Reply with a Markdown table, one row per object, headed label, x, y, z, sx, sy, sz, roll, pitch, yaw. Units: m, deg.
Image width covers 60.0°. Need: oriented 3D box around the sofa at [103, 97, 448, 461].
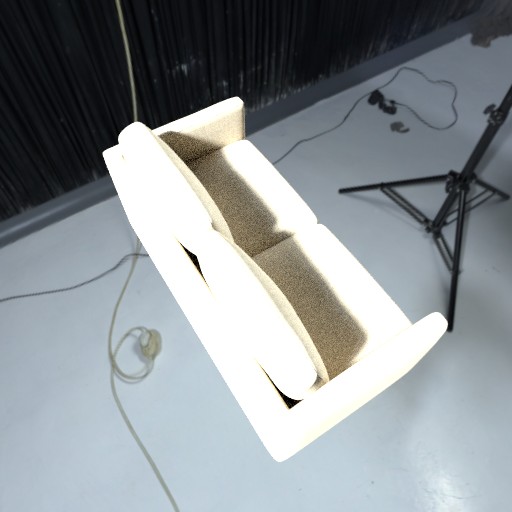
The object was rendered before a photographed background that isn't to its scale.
| label | x | y | z | sx | sy | sz | roll | pitch | yaw |
| --- | --- | --- | --- | --- | --- | --- | --- | --- | --- |
| sofa | 0.000 | 0.000 | 2.504 | 0.950 | 0.963 | 1.884 | -29 | 63 | -16 |
